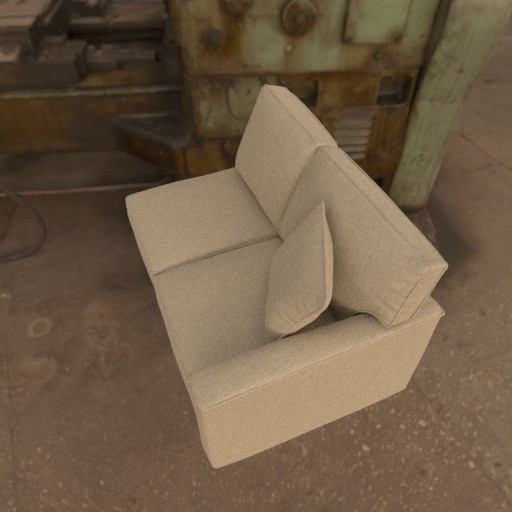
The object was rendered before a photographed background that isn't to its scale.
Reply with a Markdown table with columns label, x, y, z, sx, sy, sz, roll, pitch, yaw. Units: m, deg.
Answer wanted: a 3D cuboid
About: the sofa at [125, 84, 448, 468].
| label | x | y | z | sx | sy | sz | roll | pitch | yaw |
| --- | --- | --- | --- | --- | --- | --- | --- | --- | --- |
| sofa | 0.000 | 0.000 | 2.077 | 0.991 | 0.989 | 1.388 | -17 | 49 | -15 |
